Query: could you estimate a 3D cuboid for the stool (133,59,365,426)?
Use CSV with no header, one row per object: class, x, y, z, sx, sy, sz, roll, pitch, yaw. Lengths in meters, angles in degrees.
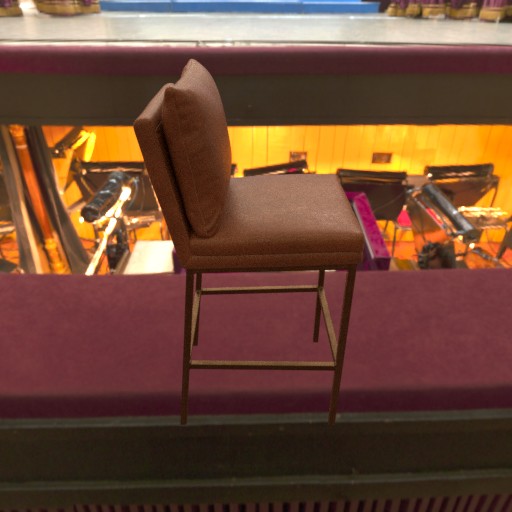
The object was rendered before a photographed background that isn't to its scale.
stool,0.000,0.000,1.440,0.571,1.124,0.463,0,31,-1
